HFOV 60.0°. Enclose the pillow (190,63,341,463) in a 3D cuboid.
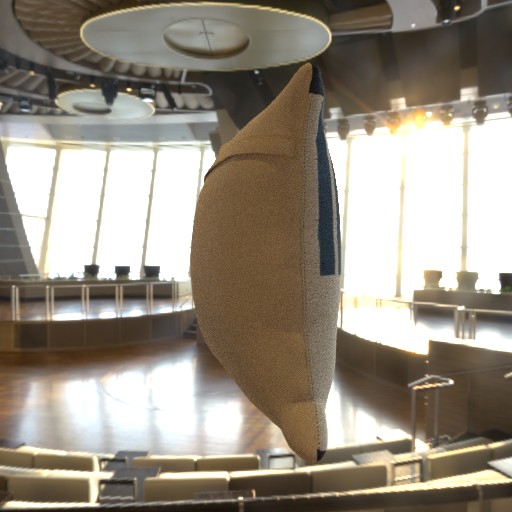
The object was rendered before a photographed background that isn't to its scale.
[{"bbox_3d":[0.000,0.000,0.792,0.229,0.506,0.536,0,1,-16],"label":"pillow"}]
